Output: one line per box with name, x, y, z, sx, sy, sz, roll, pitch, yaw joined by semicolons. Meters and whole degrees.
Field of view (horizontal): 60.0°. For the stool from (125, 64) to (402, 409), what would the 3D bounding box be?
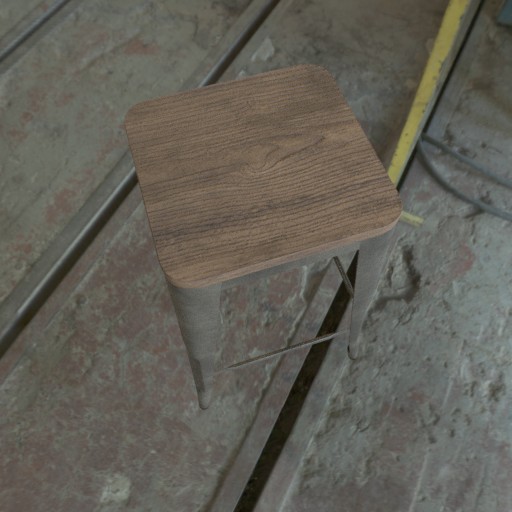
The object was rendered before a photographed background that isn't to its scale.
stool;0.000;0.000;0.887;0.407;0.607;0.407;-16;64;-8
